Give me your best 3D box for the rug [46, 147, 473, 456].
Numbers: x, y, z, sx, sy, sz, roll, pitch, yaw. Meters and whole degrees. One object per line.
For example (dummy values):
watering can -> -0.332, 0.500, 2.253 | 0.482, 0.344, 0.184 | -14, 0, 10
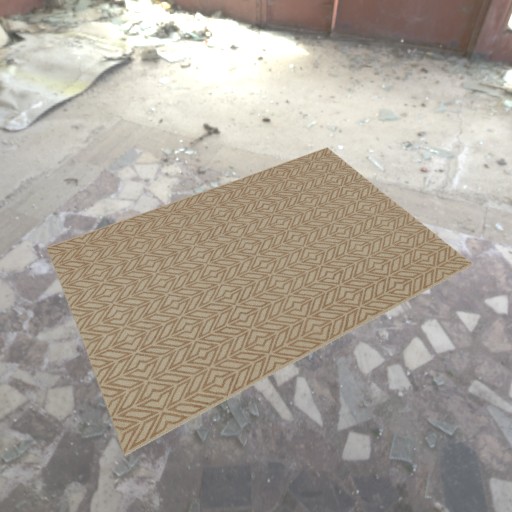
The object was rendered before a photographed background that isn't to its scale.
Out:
rug -> 0.000, 0.000, 2.277 | 1.828, 0.007, 1.220 | -23, 51, -20
